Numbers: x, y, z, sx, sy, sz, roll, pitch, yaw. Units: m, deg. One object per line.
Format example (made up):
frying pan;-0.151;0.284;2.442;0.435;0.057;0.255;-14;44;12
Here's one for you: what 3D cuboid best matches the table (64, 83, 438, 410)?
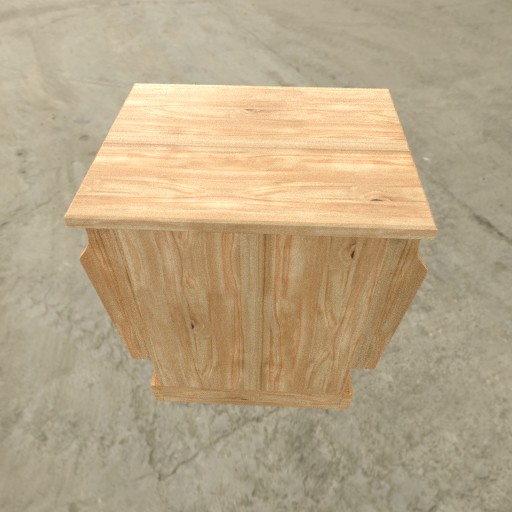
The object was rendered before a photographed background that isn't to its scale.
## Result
table;0.000;0.000;0.871;0.530;0.515;0.380;2;46;2
